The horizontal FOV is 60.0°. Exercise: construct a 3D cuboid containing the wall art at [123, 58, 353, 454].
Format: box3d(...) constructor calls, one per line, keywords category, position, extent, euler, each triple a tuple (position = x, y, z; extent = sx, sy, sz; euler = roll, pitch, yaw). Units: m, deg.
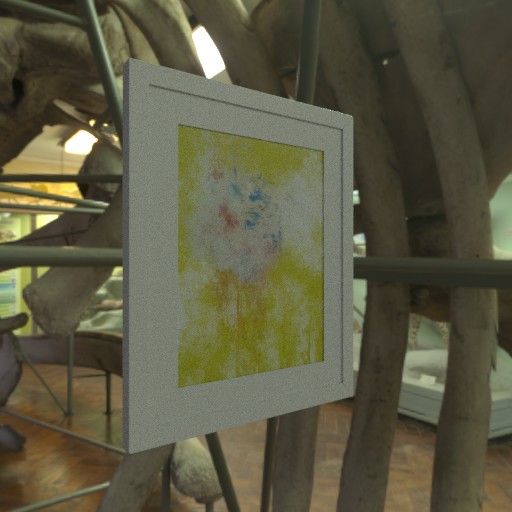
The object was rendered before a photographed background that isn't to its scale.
box3d(category="wall art", position=(0.000, 0.000, 0.762), extent=(0.454, 0.556, 0.028), euler=(0, 0, -35))
